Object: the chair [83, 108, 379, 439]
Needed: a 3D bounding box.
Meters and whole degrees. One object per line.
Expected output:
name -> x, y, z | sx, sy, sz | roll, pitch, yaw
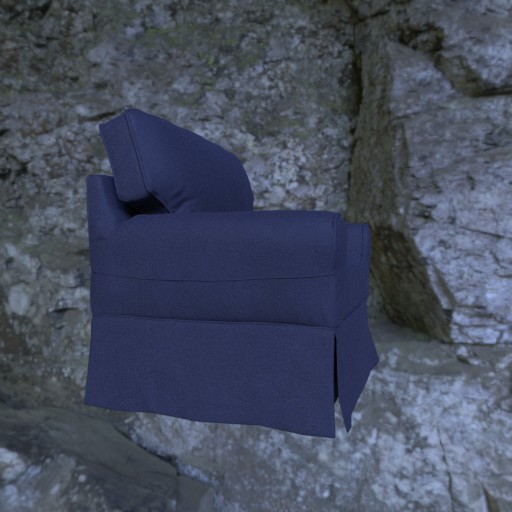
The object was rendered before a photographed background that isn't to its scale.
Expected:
chair -> 0.000, 0.000, 1.977 | 1.002, 1.140, 1.119 | 1, 2, 20
